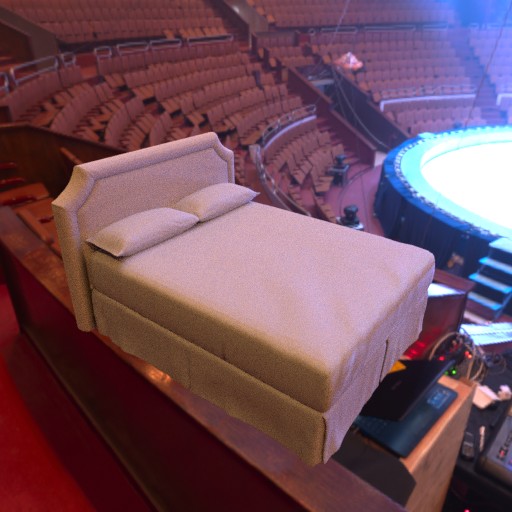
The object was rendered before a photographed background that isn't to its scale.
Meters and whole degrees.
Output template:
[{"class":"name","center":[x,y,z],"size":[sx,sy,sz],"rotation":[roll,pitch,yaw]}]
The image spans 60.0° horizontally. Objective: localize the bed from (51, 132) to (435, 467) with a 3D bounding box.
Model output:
[{"class":"bed","center":[0.000,0.000,3.258],"size":[2.164,1.297,1.828],"rotation":[20,34,33]}]
